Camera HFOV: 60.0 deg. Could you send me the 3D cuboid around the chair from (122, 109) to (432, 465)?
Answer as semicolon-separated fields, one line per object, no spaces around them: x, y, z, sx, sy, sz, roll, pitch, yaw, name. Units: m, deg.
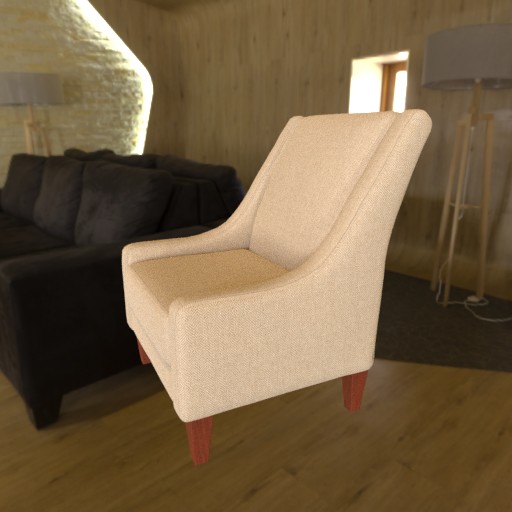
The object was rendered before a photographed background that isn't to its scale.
0.000;0.000;1.631;0.870;1.014;0.774;-8;17;-26;chair
